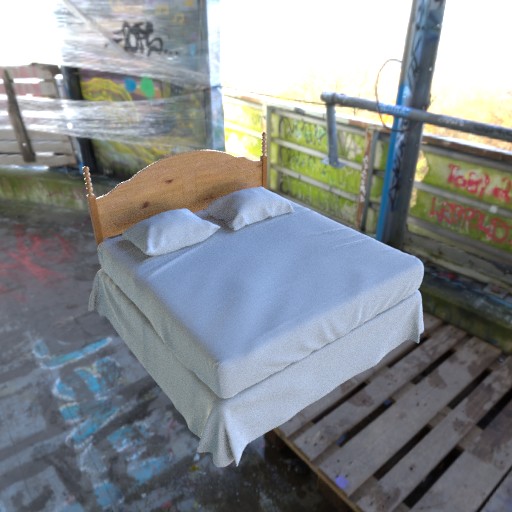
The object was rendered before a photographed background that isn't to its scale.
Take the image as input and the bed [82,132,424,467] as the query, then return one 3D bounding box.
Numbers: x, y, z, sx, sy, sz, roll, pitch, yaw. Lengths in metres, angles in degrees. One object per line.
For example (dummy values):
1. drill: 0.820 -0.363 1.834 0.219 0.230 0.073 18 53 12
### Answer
1. bed: 0.000 0.000 3.698 2.322 1.355 2.219 -21 35 -32
